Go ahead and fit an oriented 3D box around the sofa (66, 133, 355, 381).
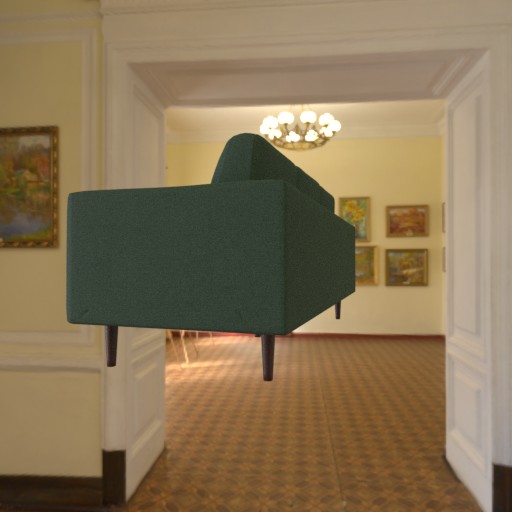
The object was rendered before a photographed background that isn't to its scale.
[{"bbox_3d":[0.000,0.000,2.470,0.879,0.899,2.029,0,-1,19],"label":"sofa"}]
